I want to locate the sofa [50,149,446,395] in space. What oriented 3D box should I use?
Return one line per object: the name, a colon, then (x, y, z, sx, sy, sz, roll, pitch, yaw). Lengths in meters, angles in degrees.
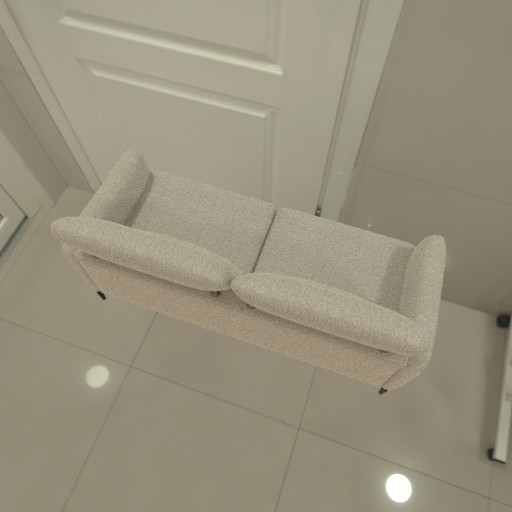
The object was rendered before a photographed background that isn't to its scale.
sofa: (0.000, 0.000, 2.517, 2.015, 0.956, 0.856, 17, 64, 9)
